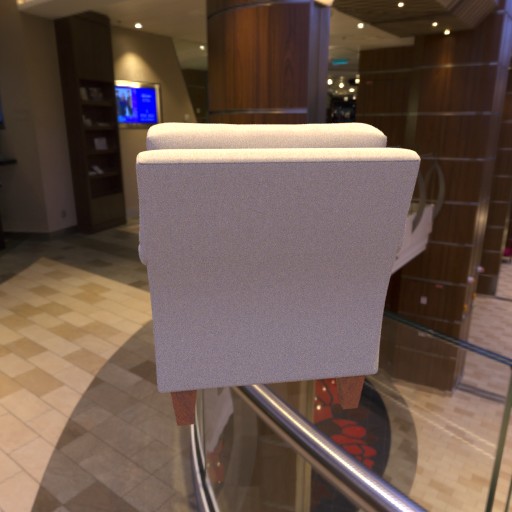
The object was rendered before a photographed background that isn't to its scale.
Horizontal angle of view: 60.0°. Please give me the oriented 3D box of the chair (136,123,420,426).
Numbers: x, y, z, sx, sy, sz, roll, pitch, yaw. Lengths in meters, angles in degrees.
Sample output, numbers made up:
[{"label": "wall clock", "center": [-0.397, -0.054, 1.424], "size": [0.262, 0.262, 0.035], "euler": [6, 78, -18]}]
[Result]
[{"label": "chair", "center": [0.000, 0.000, 1.877], "size": [0.895, 1.076, 1.078], "euler": [-3, 16, -9]}]
